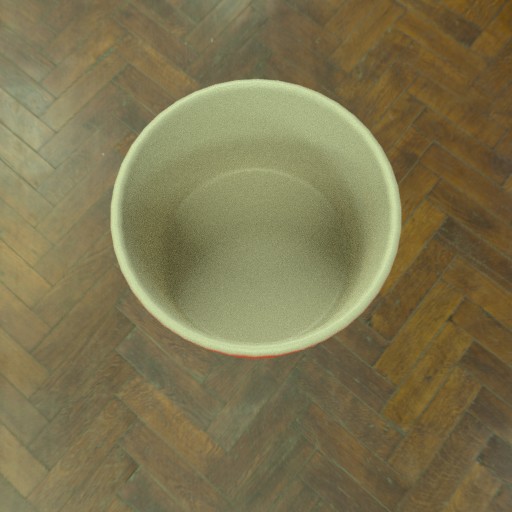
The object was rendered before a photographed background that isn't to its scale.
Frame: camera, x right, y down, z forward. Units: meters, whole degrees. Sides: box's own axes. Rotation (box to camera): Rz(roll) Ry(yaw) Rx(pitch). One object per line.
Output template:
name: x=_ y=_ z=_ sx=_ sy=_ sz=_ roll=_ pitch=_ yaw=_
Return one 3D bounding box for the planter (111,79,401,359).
planter: x=0.000 y=0.000 z=0.571 sx=0.269 sy=0.379 sz=0.269 roll=0 pitch=76 yaw=0
